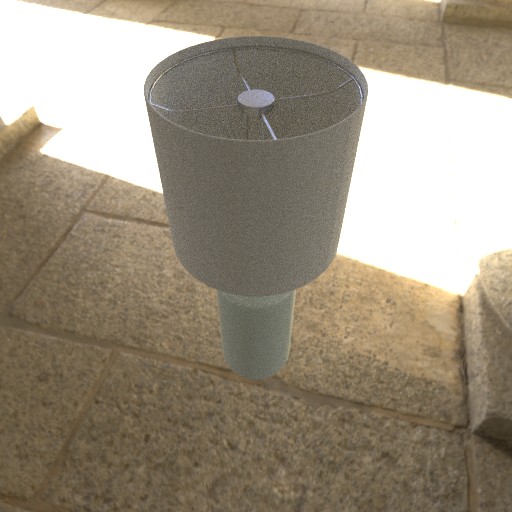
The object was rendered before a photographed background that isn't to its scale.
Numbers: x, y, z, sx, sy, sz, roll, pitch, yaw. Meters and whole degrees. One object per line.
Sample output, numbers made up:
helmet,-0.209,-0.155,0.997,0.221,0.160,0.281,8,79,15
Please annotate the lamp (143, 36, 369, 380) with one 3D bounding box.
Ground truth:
lamp,0.000,0.000,0.602,0.212,0.493,0.212,-11,48,-10
